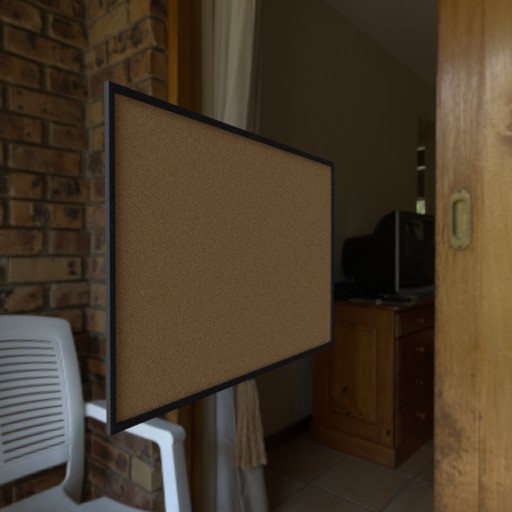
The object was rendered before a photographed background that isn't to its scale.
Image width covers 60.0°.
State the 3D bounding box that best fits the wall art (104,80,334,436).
[{"bbox_3d":[0.000,0.000,1.225,0.013,0.665,0.963,1,1,35],"label":"wall art"}]
